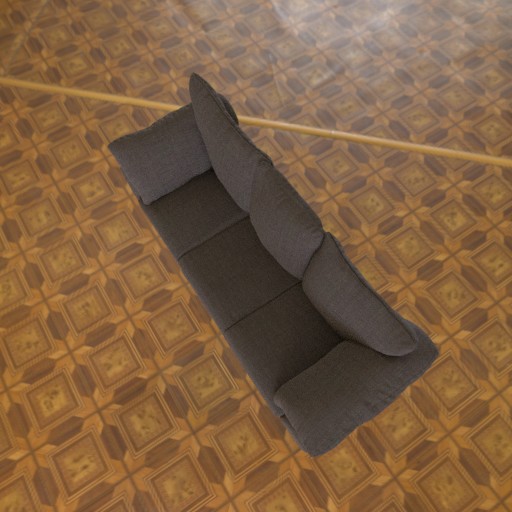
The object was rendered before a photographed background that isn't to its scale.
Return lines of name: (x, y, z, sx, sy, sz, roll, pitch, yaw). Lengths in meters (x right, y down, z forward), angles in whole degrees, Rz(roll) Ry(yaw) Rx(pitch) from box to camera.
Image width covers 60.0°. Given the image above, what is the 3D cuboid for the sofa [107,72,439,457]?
sofa: (0.000, 0.000, 2.862, 0.883, 1.080, 2.336, -31, 69, -14)
